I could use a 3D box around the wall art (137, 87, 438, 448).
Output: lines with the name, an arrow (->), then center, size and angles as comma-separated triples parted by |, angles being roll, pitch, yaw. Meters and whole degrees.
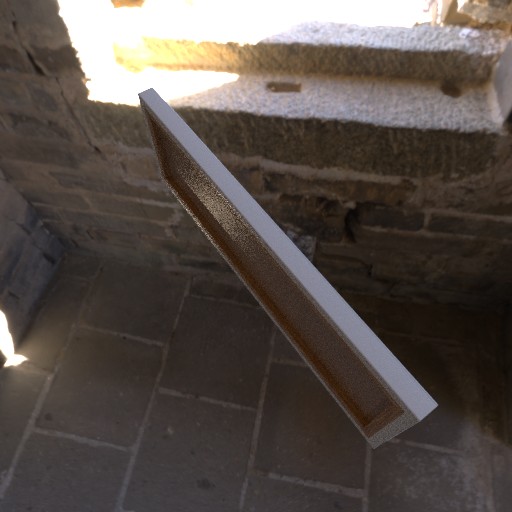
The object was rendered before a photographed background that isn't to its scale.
wall art -> 0.000, 0.000, 0.840 | 0.036, 0.256, 0.766 | -32, 64, -17
